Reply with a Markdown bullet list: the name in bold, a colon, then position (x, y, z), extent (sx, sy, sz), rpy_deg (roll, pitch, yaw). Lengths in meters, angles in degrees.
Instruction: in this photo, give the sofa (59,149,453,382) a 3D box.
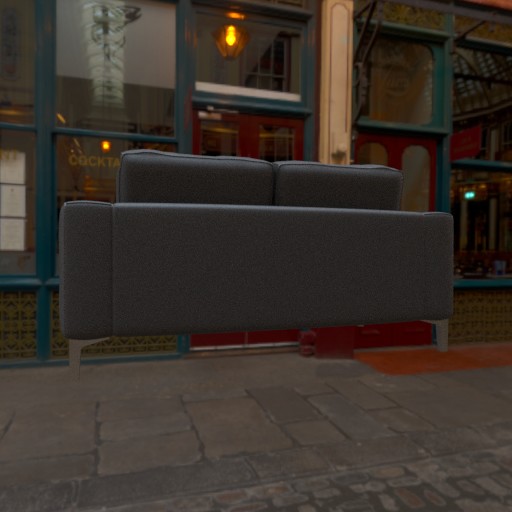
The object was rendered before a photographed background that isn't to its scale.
- **sofa**: position (0.000, 0.000, 2.197), extent (1.726, 0.893, 0.833), rpy_deg (0, 1, -17)
